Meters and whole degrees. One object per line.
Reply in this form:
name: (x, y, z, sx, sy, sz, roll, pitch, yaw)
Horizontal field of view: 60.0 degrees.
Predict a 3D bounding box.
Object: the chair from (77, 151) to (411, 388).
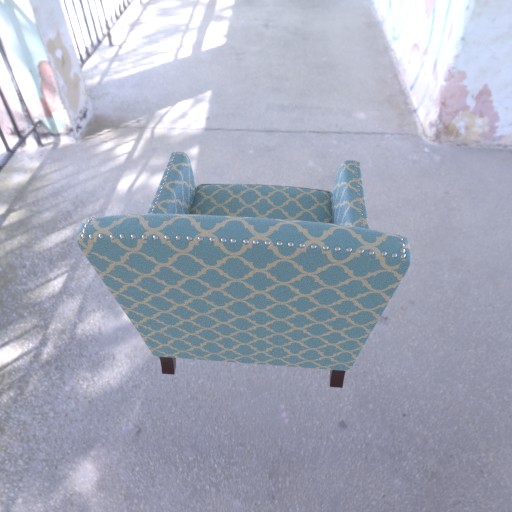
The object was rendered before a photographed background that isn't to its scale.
chair: (0.000, 0.000, 1.303, 0.617, 0.817, 0.686, 4, 47, 3)
